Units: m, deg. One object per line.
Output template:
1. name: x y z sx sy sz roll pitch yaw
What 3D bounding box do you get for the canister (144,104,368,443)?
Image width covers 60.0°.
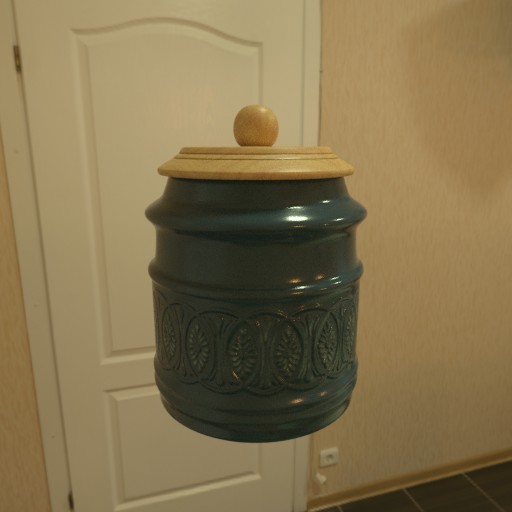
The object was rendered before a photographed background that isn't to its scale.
1. canister: 0.000 0.000 0.272 0.130 0.176 0.130 0 14 0
